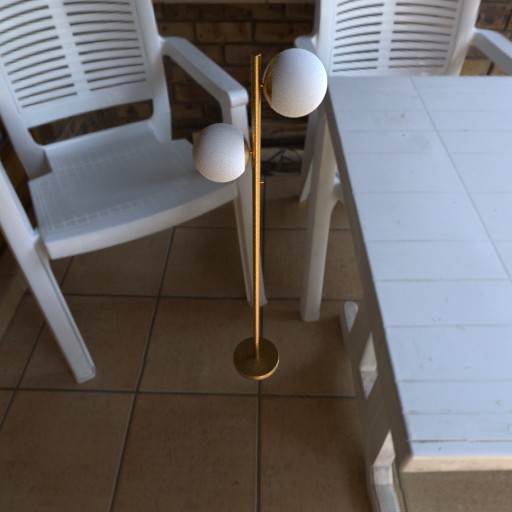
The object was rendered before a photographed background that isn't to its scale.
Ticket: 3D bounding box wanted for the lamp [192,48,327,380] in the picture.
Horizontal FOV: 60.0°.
[{"bbox_3d":[0.000,0.000,1.827,0.419,1.641,0.249,-3,46,-3],"label":"lamp"}]
